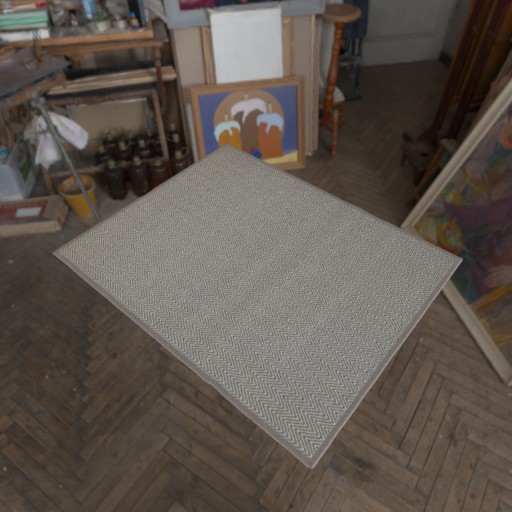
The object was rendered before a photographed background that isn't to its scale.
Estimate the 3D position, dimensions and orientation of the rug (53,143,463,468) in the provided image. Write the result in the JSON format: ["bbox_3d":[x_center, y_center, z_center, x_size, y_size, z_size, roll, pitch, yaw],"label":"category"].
[{"bbox_3d":[0.000,0.000,4.169,3.007,0.032,2.434,32,55,26],"label":"rug"}]
